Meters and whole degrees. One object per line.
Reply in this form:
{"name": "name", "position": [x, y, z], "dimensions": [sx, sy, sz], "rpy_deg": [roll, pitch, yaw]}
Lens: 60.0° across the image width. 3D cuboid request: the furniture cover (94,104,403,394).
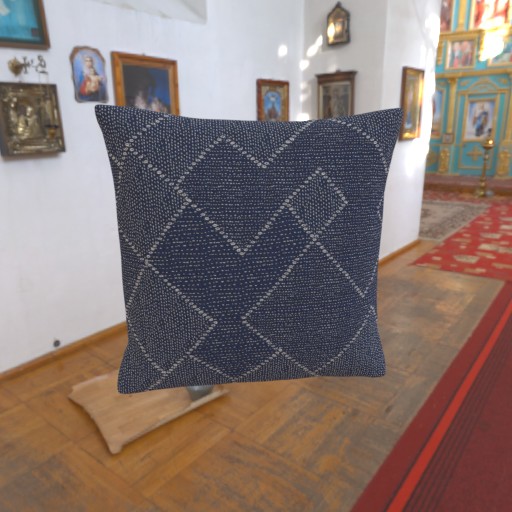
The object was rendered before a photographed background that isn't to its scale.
{"name": "furniture cover", "position": [0.000, 0.000, 0.781], "dimensions": [0.511, 0.503, 0.162], "rpy_deg": [-2, 15, -7]}
